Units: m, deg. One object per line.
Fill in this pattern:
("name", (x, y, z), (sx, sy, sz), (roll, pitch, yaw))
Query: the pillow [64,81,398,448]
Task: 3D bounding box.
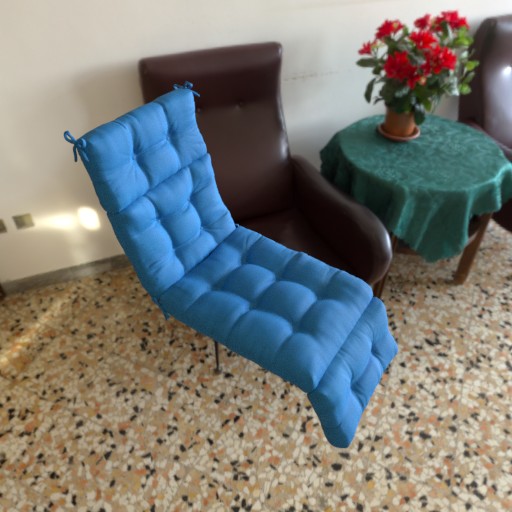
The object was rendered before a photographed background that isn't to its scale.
("pillow", (0.000, 0.000, 1.498), (1.016, 0.863, 0.526), (24, 47, 24))
